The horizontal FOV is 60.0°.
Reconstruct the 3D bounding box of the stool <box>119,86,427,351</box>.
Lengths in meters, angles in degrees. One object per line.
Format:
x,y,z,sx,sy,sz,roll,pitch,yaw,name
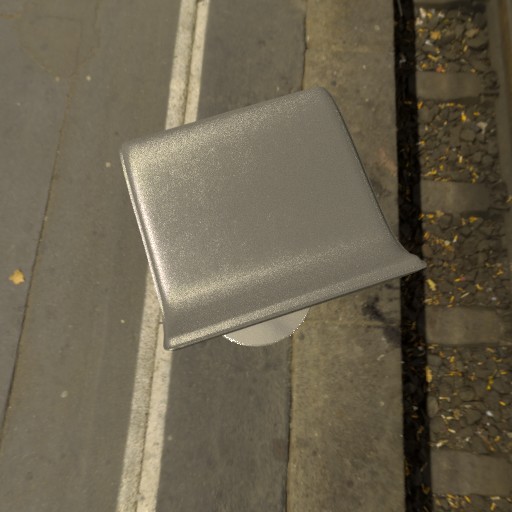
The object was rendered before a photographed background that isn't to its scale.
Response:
0.000,0.000,1.042,0.381,0.851,0.381,-18,76,-4,stool
